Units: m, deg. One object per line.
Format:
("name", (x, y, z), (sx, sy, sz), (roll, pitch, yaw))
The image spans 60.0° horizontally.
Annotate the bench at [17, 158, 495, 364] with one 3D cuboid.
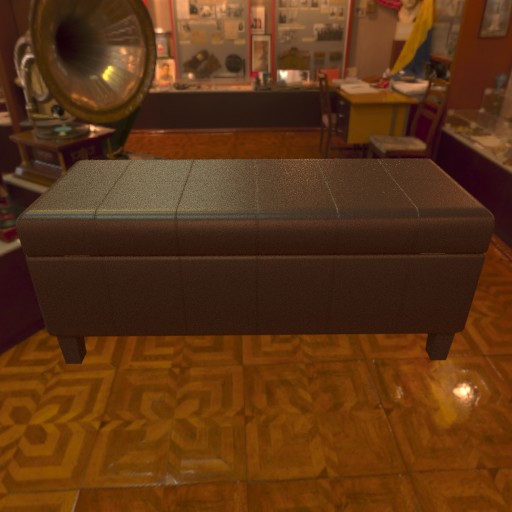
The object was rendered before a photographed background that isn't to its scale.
("bench", (0.000, 0.000, 1.280), (1.092, 0.457, 0.429), (0, 30, -1))
